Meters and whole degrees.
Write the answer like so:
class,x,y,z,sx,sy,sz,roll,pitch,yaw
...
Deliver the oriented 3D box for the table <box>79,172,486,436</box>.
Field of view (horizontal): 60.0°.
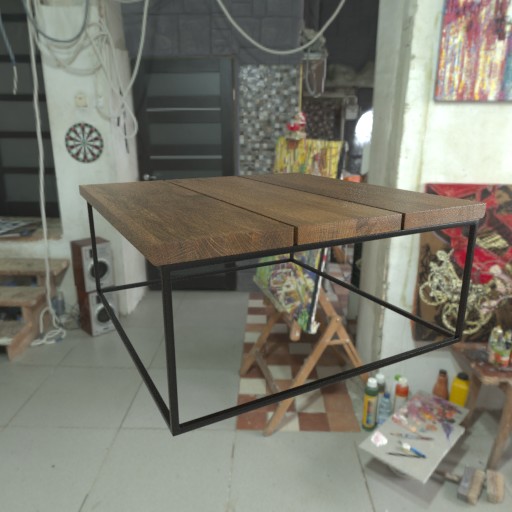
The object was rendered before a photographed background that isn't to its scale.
class,x,y,z,sx,sy,sz,roll,pitch,yaw
table,0.000,0.000,1.404,0.900,0.400,0.900,-9,19,-27
